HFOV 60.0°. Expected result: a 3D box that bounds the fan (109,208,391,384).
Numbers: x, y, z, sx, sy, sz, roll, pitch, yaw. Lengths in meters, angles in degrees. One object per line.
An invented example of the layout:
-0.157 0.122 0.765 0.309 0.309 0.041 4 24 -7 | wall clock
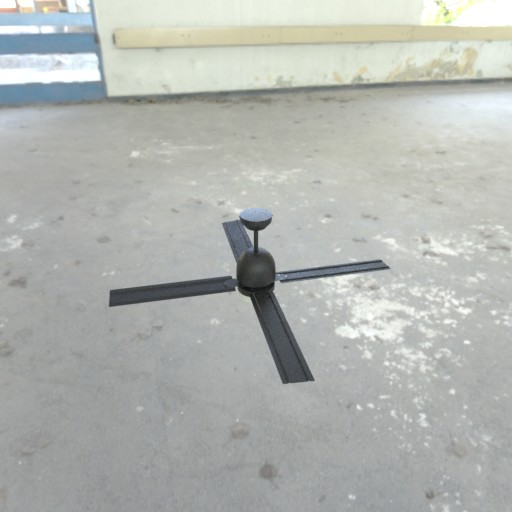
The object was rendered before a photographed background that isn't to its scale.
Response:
0.000 0.000 2.004 1.319 0.410 1.319 -7 31 -12 | fan
